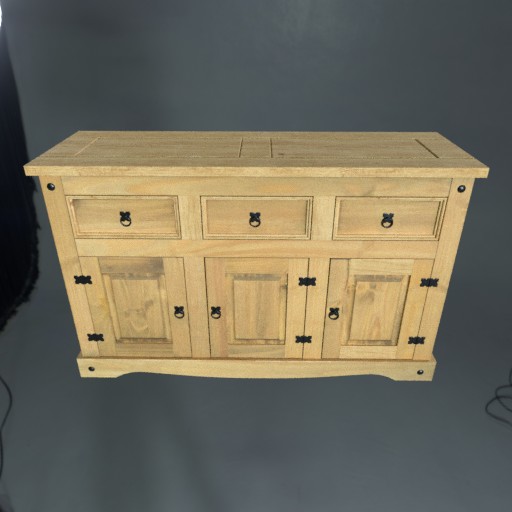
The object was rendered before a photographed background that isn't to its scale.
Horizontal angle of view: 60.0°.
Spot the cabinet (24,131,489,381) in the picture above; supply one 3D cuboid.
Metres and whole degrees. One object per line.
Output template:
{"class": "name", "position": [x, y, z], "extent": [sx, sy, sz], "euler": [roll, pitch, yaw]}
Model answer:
{"class": "cabinet", "position": [0.000, 0.000, 1.640], "extent": [1.321, 0.810, 0.432], "euler": [0, 29, 1]}
